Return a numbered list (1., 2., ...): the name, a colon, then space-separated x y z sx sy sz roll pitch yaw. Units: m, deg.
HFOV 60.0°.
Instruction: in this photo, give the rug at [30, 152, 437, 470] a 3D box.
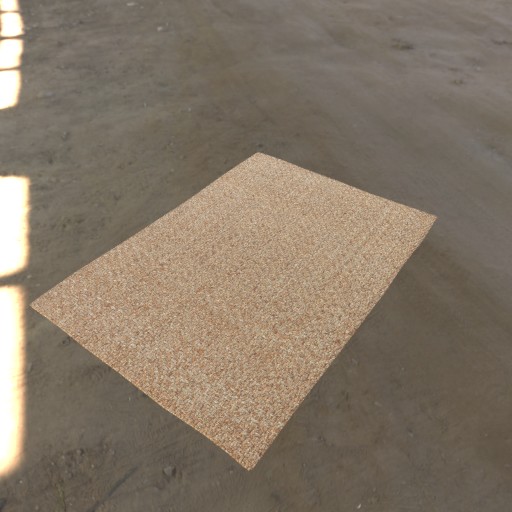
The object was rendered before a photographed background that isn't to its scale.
1. rug: 0.000 0.000 2.757 1.566 0.013 2.141 26 48 26
